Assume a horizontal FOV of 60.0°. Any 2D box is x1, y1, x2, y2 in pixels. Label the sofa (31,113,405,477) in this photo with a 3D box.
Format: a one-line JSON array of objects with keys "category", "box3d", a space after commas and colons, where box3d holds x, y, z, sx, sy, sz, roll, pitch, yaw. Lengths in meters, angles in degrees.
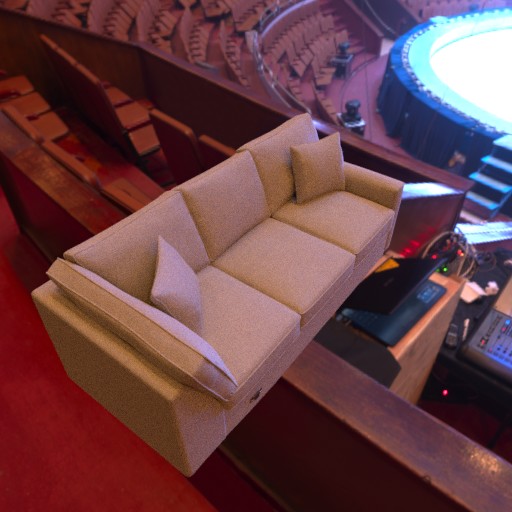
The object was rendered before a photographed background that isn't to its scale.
[{"category": "sofa", "box3d": [0.000, 0.000, 2.803, 1.061, 0.962, 2.317, 26, 47, 27]}]
